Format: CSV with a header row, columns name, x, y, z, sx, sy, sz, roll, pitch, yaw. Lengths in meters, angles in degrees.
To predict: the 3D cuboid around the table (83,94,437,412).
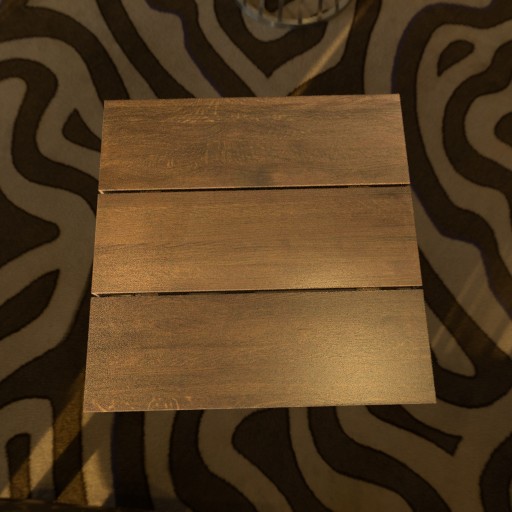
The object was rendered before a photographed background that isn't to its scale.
name,x,y,z,sx,sy,sz,roll,pitch,yaw
table,0.000,0.000,1.434,0.900,0.400,0.900,-1,76,0
